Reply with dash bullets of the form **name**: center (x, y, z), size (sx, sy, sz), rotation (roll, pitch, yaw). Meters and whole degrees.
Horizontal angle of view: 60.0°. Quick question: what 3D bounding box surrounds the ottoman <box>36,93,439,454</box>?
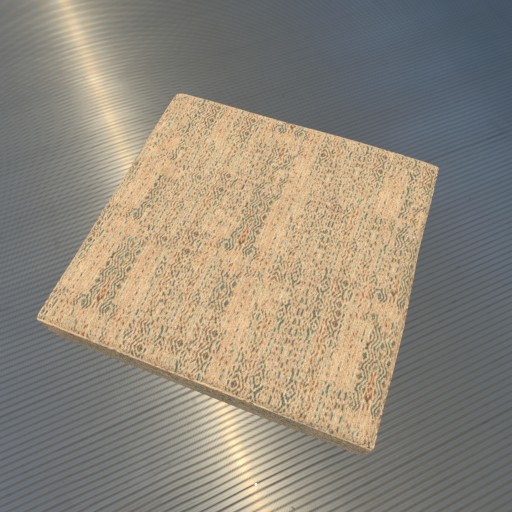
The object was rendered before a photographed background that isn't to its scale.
- **ottoman**: center (0.000, 0.000, 1.518), size (1.004, 0.356, 0.968), rotation (18, 64, 9)
